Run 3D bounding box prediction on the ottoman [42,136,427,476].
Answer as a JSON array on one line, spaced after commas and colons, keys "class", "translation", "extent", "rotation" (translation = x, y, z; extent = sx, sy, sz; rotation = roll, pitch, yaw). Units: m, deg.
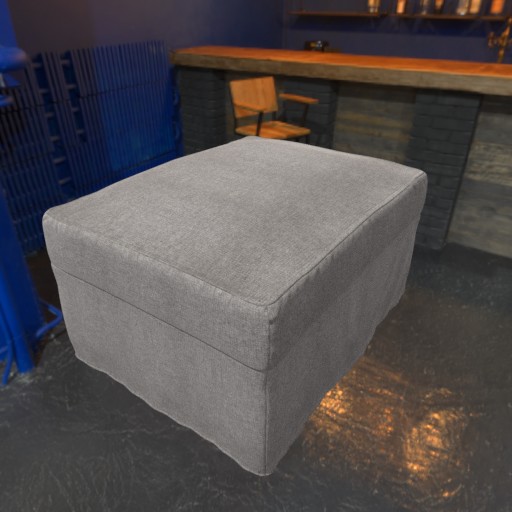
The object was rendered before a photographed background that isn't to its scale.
[{"class": "ottoman", "translation": [0.000, 0.000, 1.221], "extent": [0.652, 0.492, 0.833], "rotation": [20, 35, 30]}]
